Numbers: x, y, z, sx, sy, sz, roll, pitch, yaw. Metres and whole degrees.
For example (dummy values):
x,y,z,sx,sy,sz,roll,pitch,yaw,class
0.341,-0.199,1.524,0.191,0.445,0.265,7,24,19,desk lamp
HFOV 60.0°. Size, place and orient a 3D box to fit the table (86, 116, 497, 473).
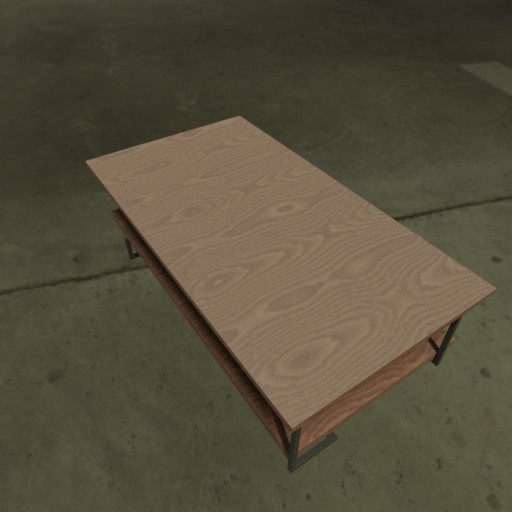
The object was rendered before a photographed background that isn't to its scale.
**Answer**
x,y,z,sx,sy,sz,roll,pitch,yaw,class
0.000,0.000,1.461,0.651,0.347,1.197,-25,48,-25,table
